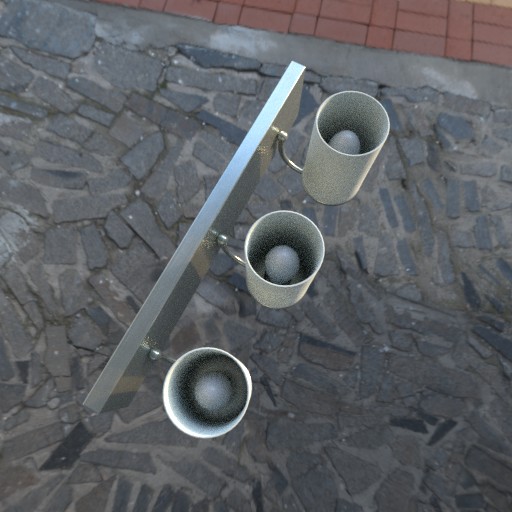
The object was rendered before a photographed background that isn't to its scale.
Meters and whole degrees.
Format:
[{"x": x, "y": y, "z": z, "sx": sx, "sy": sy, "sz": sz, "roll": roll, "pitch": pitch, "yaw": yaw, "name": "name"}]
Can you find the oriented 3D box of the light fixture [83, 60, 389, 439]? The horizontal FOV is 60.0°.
[{"x": 0.000, "y": 0.000, "z": 0.524, "sx": 0.145, "sy": 0.172, "sz": 0.451, "roll": 28, "pitch": 77, "yaw": 7, "name": "light fixture"}]
